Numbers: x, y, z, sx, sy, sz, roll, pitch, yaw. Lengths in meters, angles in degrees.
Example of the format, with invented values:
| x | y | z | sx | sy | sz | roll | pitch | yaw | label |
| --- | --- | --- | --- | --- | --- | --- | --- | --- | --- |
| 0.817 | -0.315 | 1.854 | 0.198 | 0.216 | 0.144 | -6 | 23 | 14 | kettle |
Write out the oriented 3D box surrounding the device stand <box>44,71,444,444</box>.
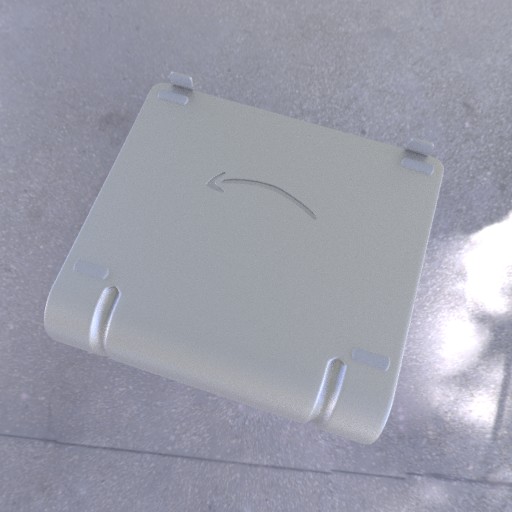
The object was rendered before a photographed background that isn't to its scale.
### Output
| x | y | z | sx | sy | sz | roll | pitch | yaw | label |
| --- | --- | --- | --- | --- | --- | --- | --- | --- | --- |
| 0.000 | 0.000 | 0.387 | 0.256 | 0.155 | 0.236 | 17 | 75 | 5 | device stand |
